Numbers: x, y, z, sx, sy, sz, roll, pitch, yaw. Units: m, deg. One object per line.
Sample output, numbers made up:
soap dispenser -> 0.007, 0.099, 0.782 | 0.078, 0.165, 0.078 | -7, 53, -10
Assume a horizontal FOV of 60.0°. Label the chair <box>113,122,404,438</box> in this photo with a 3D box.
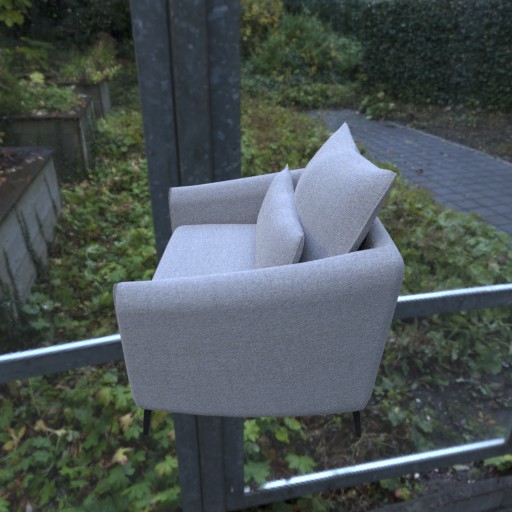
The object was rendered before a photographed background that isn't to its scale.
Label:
chair -> 0.000, 0.000, 1.659 | 0.801, 0.856, 1.029 | 0, 27, 0
